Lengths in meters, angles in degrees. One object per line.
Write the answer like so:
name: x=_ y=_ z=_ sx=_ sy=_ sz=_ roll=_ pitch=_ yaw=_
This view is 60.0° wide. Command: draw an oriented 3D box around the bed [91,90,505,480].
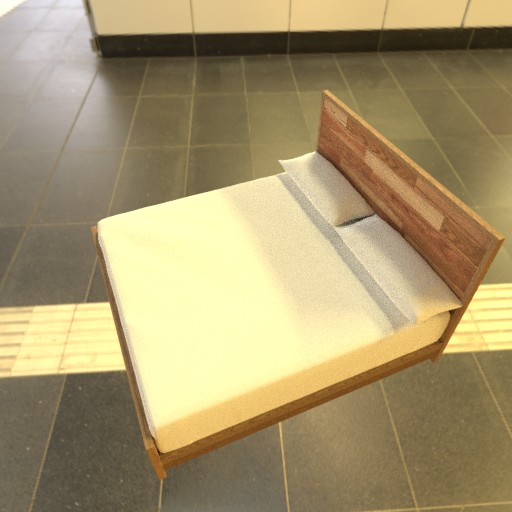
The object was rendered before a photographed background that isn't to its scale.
bed: x=0.000 y=0.000 z=3.291 sx=2.184 sy=1.295 sz=2.013 roll=-17 pitch=48 yaw=-16
